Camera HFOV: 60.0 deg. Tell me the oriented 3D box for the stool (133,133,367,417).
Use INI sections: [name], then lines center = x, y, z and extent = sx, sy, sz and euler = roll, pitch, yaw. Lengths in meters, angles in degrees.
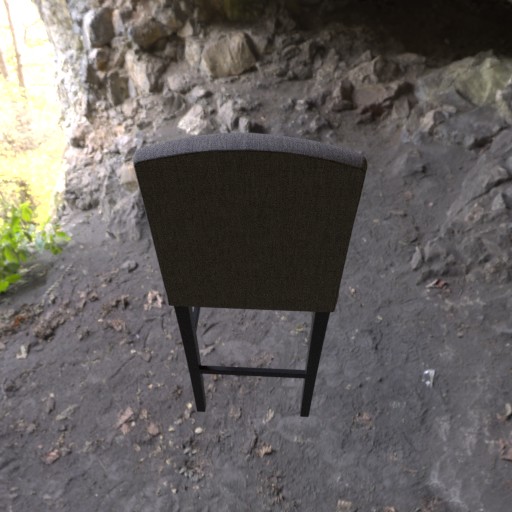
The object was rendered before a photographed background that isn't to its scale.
[stool]
center = 0.000, 0.000, 1.389
extent = 0.451, 1.138, 0.552
euler = 2, 46, 2
